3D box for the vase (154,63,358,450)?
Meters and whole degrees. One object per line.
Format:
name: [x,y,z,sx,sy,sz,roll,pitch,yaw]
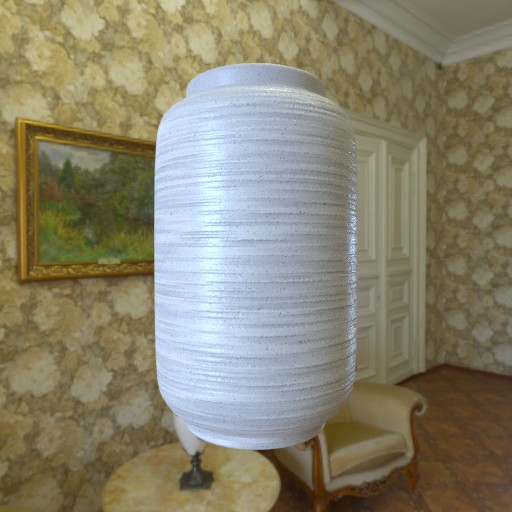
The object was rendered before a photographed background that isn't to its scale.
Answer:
vase: [0.000,0.000,0.451,0.202,0.335,0.202,0,1,0]
